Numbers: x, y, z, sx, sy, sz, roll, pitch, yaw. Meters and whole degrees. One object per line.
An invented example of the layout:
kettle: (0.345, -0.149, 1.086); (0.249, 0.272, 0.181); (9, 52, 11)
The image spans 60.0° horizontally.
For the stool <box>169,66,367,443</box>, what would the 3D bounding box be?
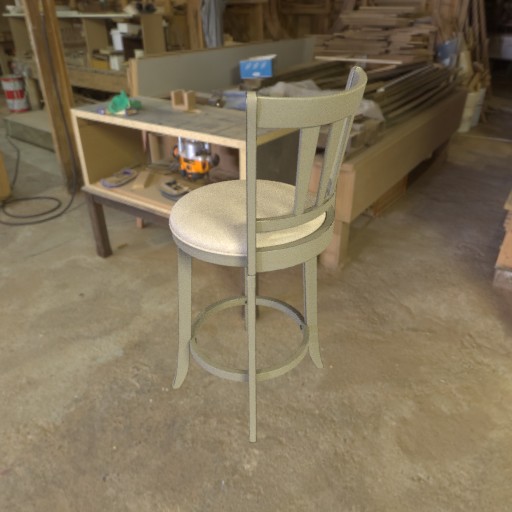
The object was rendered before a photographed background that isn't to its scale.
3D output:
stool: (0.000, 0.000, 1.276); (0.486, 0.994, 0.450); (22, 37, 32)
